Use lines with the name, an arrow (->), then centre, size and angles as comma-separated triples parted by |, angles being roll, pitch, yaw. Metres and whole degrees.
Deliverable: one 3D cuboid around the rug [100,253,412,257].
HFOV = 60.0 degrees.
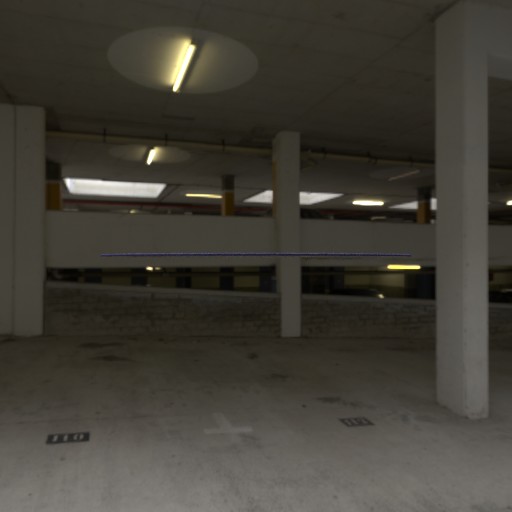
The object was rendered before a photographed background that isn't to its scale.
rug -> 0.000, 0.000, 2.403 | 1.591, 0.010, 1.591 | 0, 0, 0
